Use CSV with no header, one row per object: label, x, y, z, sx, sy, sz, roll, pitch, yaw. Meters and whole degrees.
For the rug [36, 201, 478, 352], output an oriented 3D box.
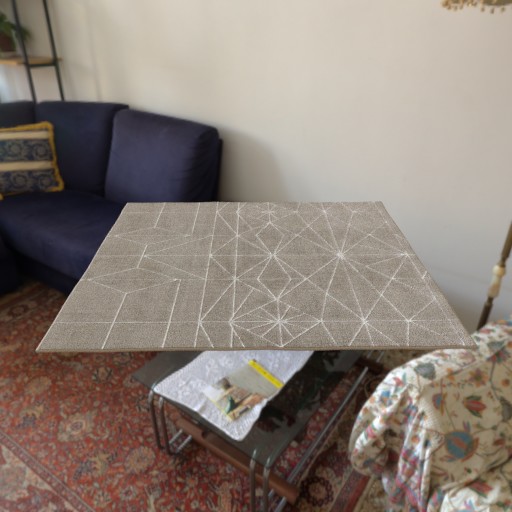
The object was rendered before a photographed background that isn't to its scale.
rug,0.000,0.000,0.874,0.639,0.006,0.548,0,29,-1
